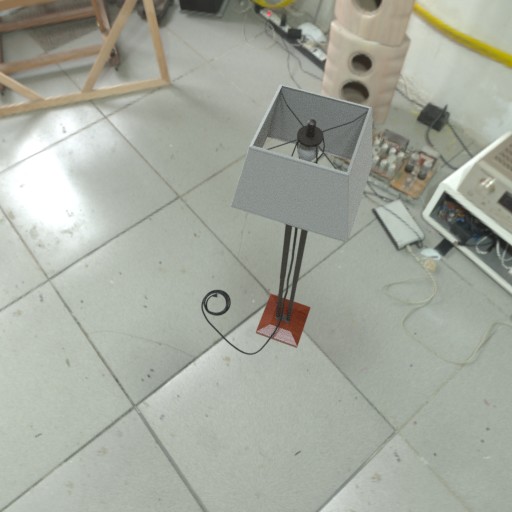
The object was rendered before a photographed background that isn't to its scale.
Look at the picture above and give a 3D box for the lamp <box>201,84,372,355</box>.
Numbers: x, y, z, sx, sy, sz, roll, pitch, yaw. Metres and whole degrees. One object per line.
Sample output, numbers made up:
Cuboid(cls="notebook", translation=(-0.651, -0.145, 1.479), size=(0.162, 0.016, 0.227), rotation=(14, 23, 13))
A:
Cuboid(cls="lamp", translation=(0.000, 0.000, 2.078), size=(0.745, 1.712, 0.472), rotation=(18, 63, 10))
